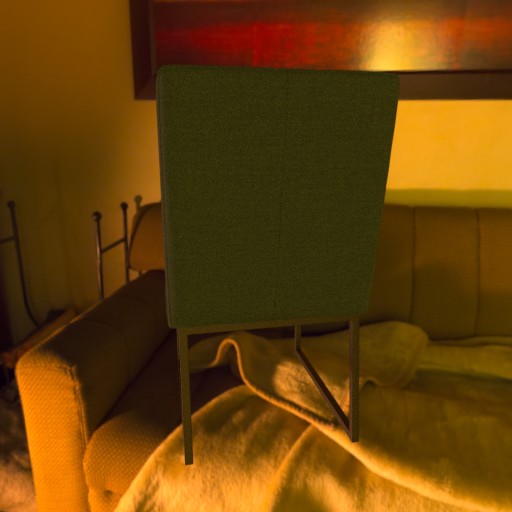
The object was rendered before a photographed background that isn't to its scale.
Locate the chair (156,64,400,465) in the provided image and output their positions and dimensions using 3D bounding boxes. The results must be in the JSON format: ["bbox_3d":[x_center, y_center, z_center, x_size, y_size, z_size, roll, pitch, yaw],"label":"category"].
[{"bbox_3d":[0.000,0.000,1.281,0.520,0.930,0.634,-3,14,-11],"label":"chair"}]
